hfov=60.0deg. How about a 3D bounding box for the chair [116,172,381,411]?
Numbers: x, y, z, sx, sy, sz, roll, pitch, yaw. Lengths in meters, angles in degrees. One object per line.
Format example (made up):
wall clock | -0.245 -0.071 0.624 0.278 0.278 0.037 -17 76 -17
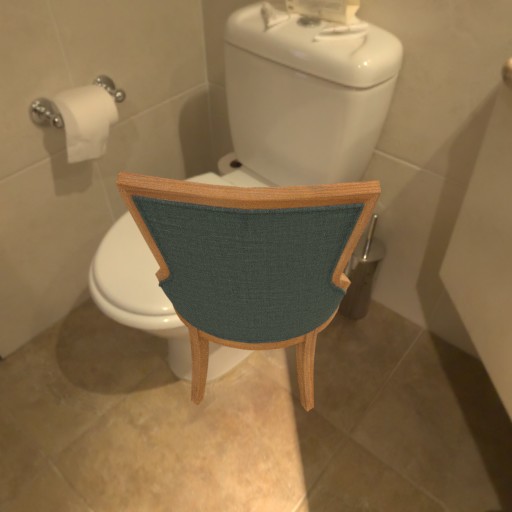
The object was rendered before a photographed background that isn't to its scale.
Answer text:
chair | 0.000 0.000 1.295 0.524 0.947 0.641 2 46 2
